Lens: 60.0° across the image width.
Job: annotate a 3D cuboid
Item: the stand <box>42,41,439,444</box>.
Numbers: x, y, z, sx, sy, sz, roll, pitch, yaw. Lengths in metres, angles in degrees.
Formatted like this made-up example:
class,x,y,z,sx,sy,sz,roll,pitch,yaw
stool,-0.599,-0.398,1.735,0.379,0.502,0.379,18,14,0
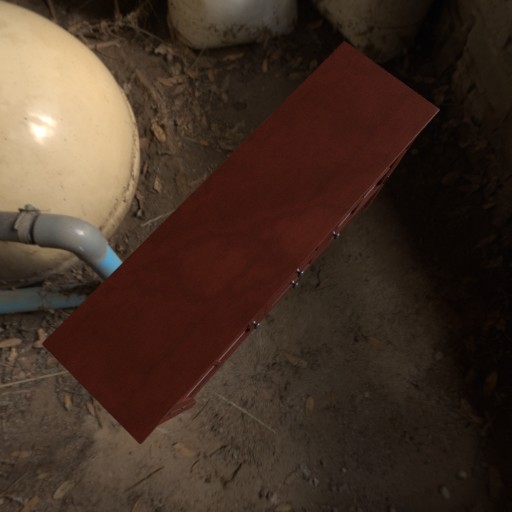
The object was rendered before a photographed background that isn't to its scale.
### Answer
class,x,y,z,sx,sy,sz,roll,pitch,yaw
stand,0.000,0.000,1.767,0.410,0.872,1.362,41,79,10
